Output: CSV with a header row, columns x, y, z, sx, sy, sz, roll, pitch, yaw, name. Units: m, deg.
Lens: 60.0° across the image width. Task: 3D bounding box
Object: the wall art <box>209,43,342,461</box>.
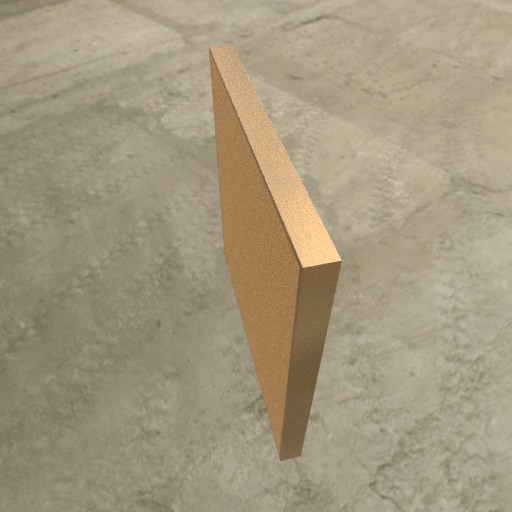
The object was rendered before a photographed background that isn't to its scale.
x,y,z,sx,sy,sz,roll,pitch,yaw,name
0.000,0.000,0.762,0.038,0.511,0.513,-10,48,-9,wall art
